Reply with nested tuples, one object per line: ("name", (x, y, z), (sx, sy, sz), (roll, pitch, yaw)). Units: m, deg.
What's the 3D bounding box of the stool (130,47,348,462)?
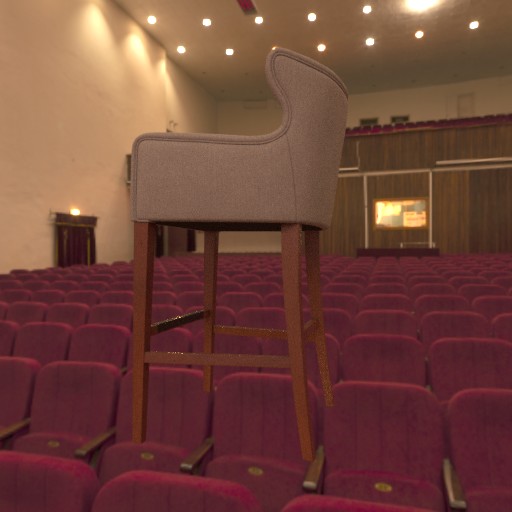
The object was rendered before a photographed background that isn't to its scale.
("stool", (0.000, 0.000, 1.409), (0.575, 1.047, 0.575), (0, 0, 17))
